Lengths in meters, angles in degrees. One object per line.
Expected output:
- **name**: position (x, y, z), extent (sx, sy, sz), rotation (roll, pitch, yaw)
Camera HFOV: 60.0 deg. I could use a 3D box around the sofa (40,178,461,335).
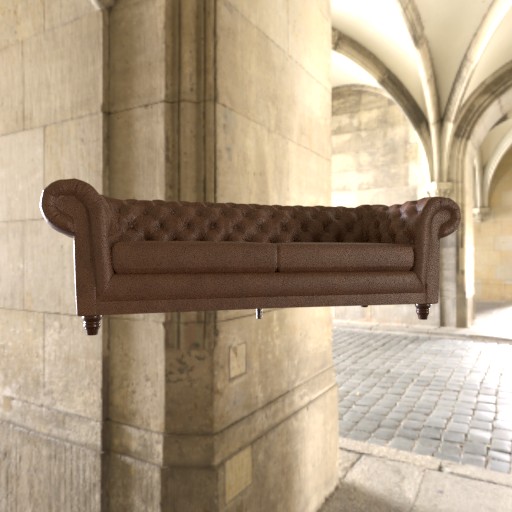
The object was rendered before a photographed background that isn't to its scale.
- **sofa**: position (0.000, 0.000, 2.831), extent (2.385, 0.783, 0.944), rotation (0, 0, -16)
